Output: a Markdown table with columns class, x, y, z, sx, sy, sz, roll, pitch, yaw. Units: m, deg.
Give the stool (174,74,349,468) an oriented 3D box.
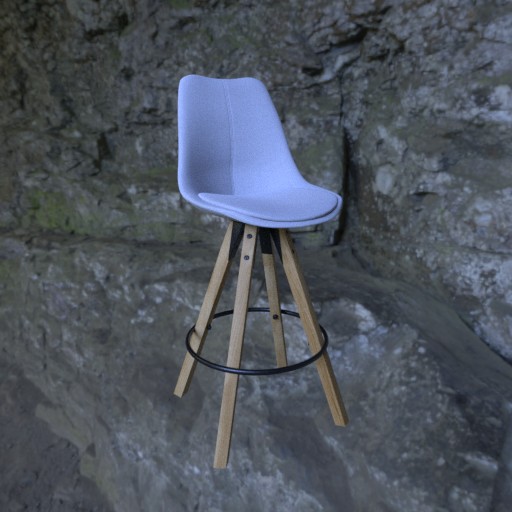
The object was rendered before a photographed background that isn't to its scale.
| class | x | y | z | sx | sy | sz | roll | pitch | yaw |
| --- | --- | --- | --- | --- | --- | --- | --- | --- | --- |
| stool | 0.000 | 0.000 | 1.414 | 0.484 | 1.115 | 0.550 | -8 | 18 | -25 |
